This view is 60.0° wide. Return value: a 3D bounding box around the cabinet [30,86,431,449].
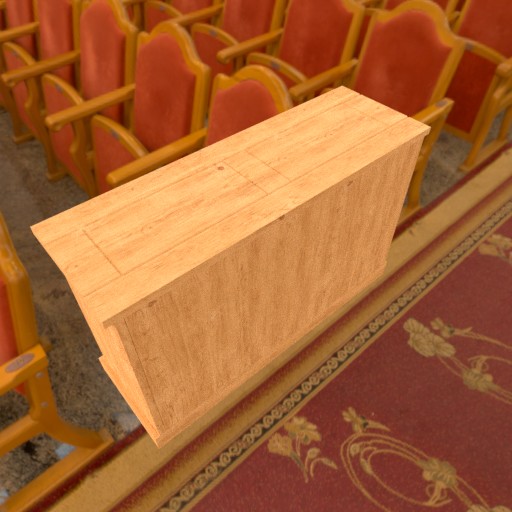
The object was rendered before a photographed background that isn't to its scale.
[{"bbox_3d":[0.000,0.000,1.736,1.321,0.810,0.432,-32,54,-27],"label":"cabinet"}]
